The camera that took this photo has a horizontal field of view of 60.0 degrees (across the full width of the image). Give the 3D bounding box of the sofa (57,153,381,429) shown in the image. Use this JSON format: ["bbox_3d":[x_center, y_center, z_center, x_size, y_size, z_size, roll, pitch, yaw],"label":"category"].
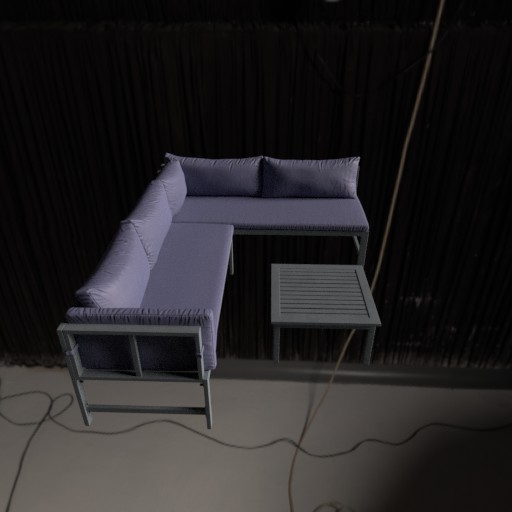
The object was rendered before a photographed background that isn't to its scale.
[{"bbox_3d":[0.000,0.000,2.930,1.658,0.762,2.149,1,31,2],"label":"sofa"}]
